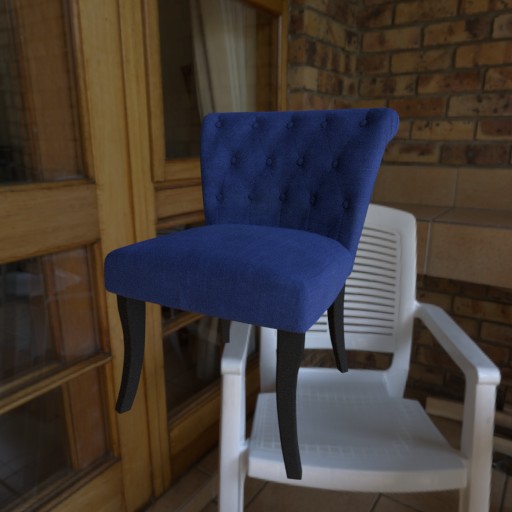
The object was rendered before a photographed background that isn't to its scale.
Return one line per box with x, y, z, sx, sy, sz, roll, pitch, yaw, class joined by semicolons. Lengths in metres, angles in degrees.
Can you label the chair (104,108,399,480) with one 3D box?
0.000;0.000;1.169;0.585;0.753;0.606;8;17;27;chair
